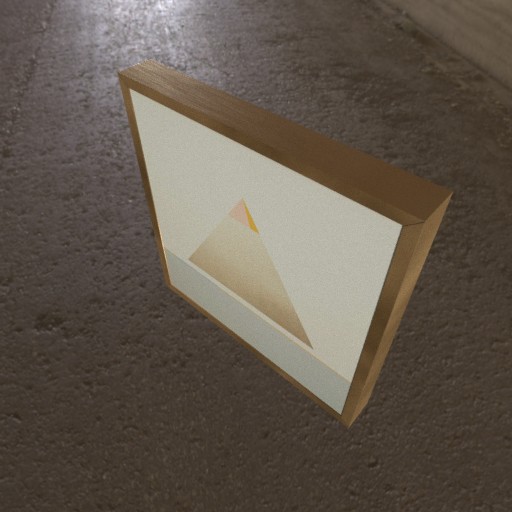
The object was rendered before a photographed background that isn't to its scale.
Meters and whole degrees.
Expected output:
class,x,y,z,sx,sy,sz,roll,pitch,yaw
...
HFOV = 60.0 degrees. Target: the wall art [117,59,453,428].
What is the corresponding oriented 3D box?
class,x,y,z,sx,sy,sz,roll,pitch,yaw
wall art,0.000,0.000,0.454,0.305,0.303,0.038,33,55,27
